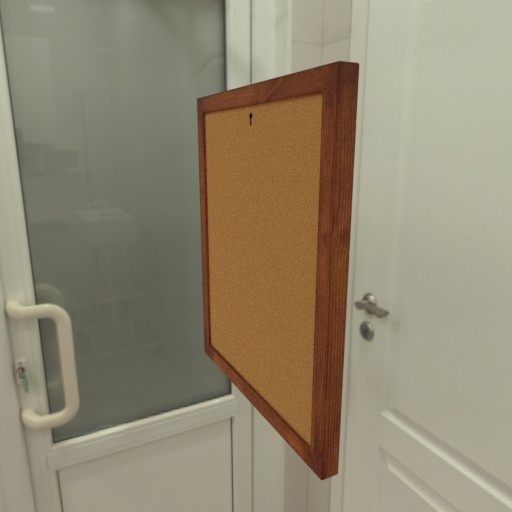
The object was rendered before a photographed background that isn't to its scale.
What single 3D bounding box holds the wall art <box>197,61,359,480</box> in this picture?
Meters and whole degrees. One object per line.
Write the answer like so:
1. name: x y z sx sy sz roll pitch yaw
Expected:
1. wall art: 0.000 0.000 0.771 0.030 0.558 0.462 -7 16 -27
